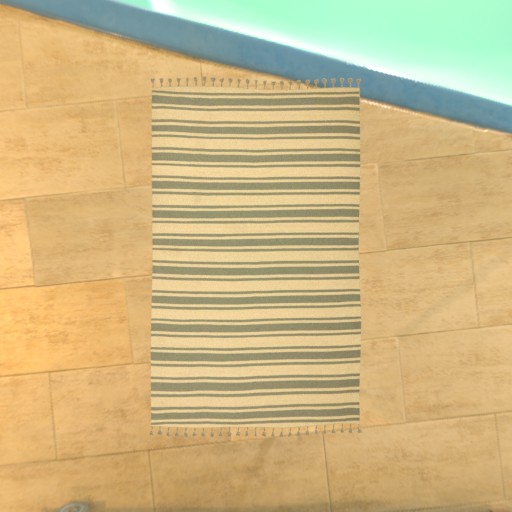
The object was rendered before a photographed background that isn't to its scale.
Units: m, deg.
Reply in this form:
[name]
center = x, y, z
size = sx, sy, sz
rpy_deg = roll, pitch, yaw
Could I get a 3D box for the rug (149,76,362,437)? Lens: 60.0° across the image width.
[rug]
center = 0.000, 0.000, 2.561
size = 1.222, 0.009, 2.084
rpy_deg = 0, 89, -1
